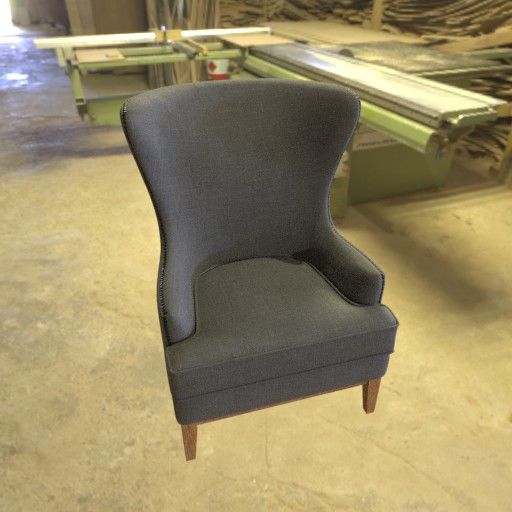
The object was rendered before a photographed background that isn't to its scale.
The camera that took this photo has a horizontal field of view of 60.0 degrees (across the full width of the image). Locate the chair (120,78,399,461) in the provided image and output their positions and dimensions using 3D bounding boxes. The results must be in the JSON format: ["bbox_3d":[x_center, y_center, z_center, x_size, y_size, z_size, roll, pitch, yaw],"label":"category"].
[{"bbox_3d":[0.000,0.000,1.759,0.864,1.176,0.883,-9,33,-14],"label":"chair"}]
